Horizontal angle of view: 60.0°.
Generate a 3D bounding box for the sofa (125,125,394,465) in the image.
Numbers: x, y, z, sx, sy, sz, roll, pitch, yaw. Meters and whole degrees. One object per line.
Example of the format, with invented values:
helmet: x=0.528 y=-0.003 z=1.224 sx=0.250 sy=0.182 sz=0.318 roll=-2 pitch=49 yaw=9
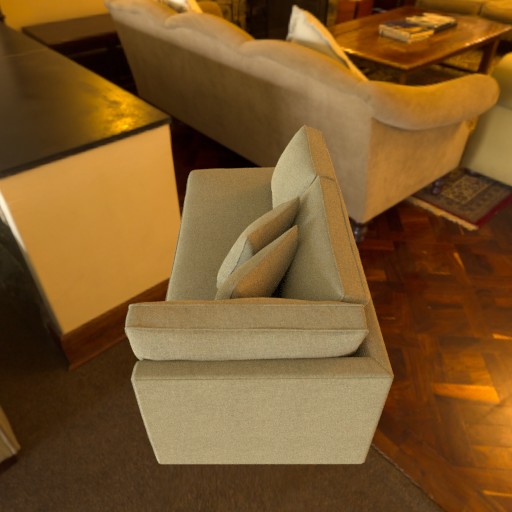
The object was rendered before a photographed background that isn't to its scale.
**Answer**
sofa: x=0.000 y=0.000 z=2.802 sx=1.110 sy=1.019 sz=2.238 roll=0 pitch=41 yaw=-1
